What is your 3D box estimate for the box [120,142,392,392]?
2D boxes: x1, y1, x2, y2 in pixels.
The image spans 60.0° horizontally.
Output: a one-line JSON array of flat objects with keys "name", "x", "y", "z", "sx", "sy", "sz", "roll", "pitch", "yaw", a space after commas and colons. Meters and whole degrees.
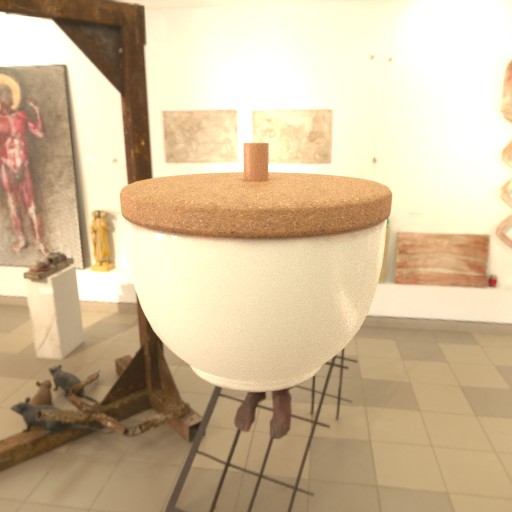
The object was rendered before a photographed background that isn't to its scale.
[{"name": "box", "x": 0.000, "y": 0.000, "z": 0.189, "sx": 0.107, "sy": 0.094, "sz": 0.107, "roll": 0, "pitch": 16, "yaw": 0}]
